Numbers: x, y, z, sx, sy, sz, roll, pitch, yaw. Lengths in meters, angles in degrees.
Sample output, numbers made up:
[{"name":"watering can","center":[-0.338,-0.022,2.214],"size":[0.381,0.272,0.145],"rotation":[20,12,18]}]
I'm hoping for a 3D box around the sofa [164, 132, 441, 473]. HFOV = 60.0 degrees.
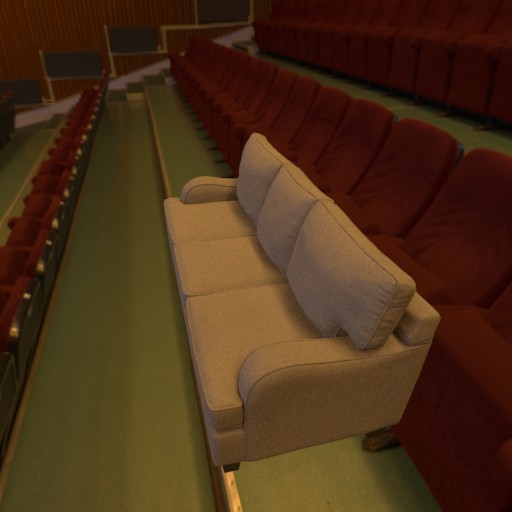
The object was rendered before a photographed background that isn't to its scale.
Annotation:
[{"name":"sofa","center":[0.000,0.000,2.833],"size":[1.016,0.991,2.323],"rotation":[-7,31,-13]}]
